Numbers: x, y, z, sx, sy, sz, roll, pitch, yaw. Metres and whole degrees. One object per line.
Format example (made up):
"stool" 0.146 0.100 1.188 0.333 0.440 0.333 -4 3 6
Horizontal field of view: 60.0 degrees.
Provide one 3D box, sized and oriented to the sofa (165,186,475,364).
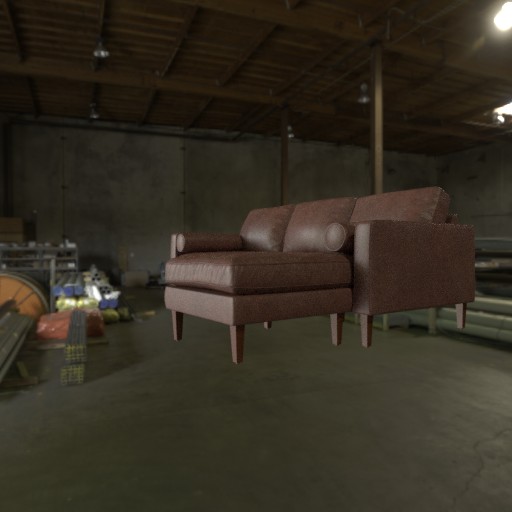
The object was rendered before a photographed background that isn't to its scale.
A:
"sofa" 0.000 0.000 2.981 1.613 0.841 2.185 -1 1 -36
